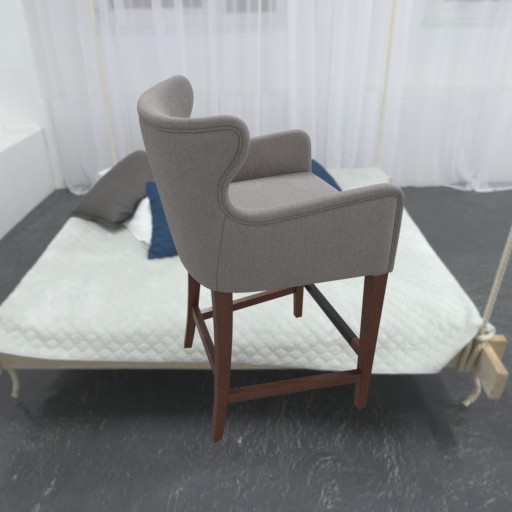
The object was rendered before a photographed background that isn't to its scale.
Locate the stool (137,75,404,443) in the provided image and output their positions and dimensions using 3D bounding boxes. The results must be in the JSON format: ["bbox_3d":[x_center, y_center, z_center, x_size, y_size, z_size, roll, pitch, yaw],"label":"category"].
[{"bbox_3d":[0.000,0.000,1.320,0.575,0.951,0.575,-10,32,-16],"label":"stool"}]
